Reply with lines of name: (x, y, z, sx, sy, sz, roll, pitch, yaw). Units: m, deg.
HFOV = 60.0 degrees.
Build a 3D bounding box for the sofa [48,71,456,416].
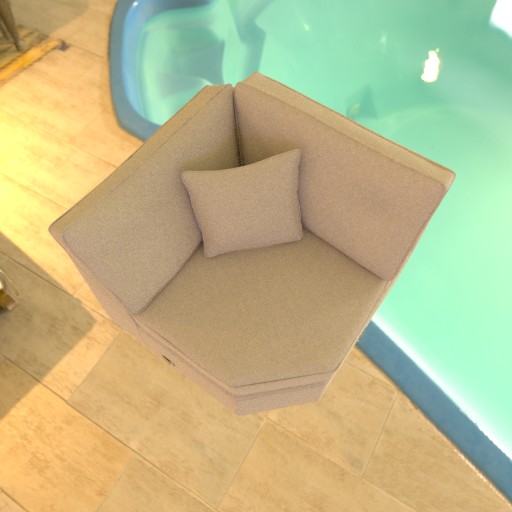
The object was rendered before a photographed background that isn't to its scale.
sofa: (0.000, 0.000, 1.838, 1.042, 0.937, 1.050, 32, 63, 19)
